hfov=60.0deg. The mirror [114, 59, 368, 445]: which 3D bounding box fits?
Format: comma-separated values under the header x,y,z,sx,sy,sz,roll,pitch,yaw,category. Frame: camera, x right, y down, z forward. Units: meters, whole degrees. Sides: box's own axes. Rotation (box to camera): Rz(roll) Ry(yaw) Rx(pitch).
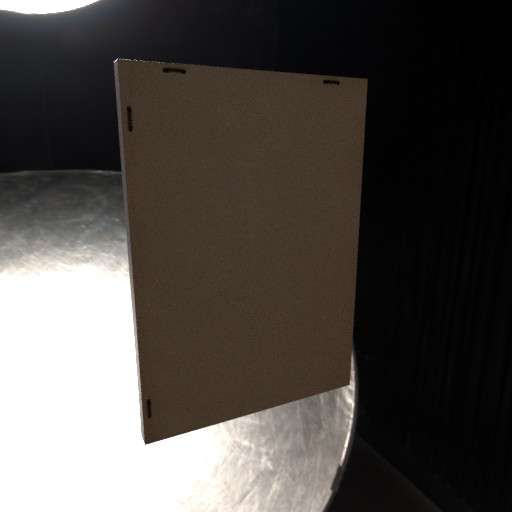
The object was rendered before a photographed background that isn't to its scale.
x,y,z,sx,sy,sz,roll,pitch,yaw,category
0.000,0.000,0.914,0.507,0.710,0.039,-7,16,-26,mirror
